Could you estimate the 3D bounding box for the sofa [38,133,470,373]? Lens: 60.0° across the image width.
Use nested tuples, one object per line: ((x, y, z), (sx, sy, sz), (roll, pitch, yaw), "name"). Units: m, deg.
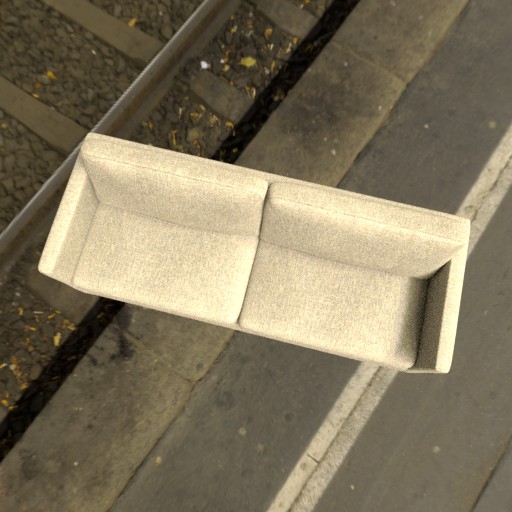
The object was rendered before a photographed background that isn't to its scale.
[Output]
((0.000, 0.000, 2.854), (2.434, 0.951, 0.948), (13, 77, 3), "sofa")
